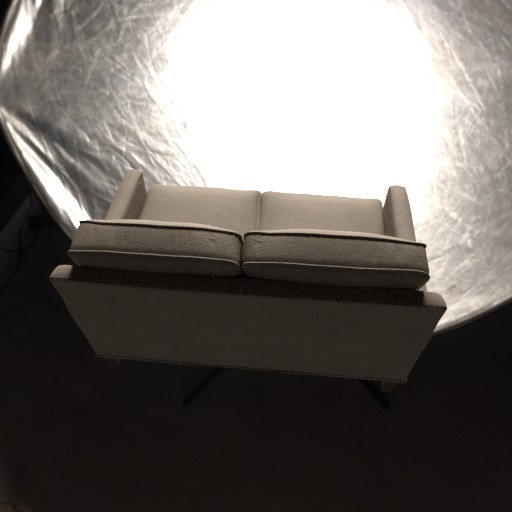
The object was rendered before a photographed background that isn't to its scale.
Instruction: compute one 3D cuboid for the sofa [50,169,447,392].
[{"bbox_3d":[0.000,0.000,2.268,1.597,1.003,1.084,4,47,4],"label":"sofa"}]
